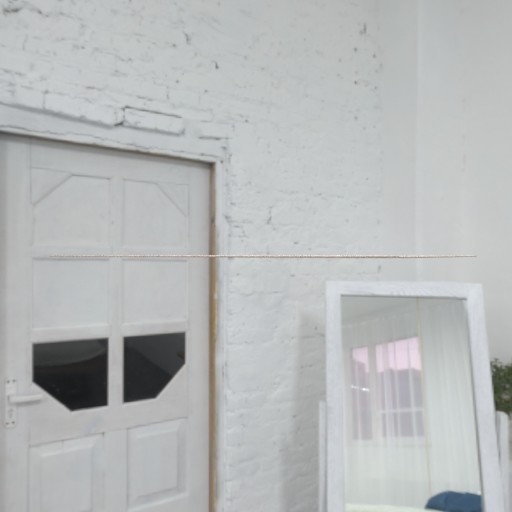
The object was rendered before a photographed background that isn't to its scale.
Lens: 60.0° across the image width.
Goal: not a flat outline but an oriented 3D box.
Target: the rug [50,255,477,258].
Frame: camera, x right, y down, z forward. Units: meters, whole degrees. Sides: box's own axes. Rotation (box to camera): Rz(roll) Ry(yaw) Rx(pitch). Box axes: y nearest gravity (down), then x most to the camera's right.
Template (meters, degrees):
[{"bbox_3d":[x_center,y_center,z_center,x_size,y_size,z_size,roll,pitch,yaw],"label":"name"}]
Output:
[{"bbox_3d":[0.000,0.000,2.972,2.440,0.010,1.545,0,0,36],"label":"rug"}]
